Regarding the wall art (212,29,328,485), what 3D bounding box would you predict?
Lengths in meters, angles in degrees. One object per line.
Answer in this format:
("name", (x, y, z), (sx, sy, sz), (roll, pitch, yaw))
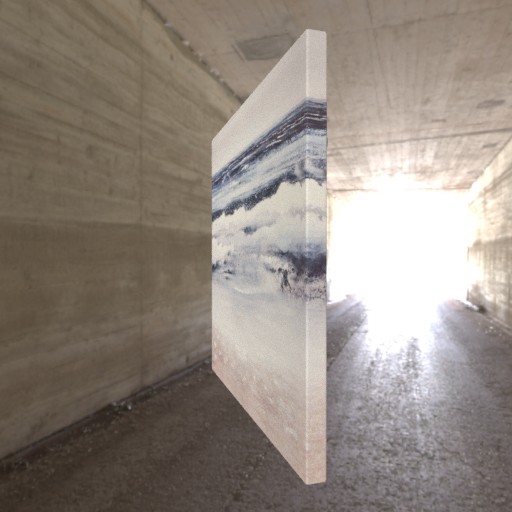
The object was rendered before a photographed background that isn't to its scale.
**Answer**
("wall art", (0.000, 0.000, 1.092), (0.065, 0.747, 0.755), (0, 0, -17))
